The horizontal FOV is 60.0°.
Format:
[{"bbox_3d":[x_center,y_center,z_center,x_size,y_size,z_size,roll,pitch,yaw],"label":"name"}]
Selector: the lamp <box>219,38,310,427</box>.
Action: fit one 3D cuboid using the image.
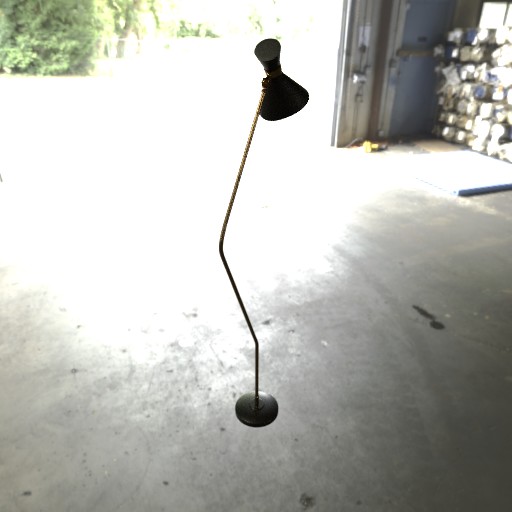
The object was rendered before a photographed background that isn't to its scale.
[{"bbox_3d":[0.000,0.000,1.630,0.467,1.438,0.277,-19,32,-32],"label":"lamp"}]
